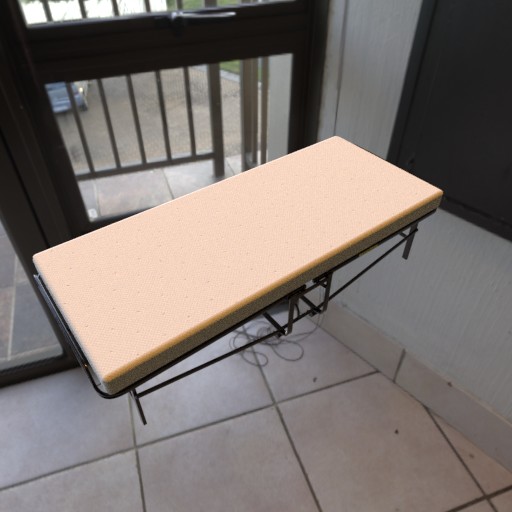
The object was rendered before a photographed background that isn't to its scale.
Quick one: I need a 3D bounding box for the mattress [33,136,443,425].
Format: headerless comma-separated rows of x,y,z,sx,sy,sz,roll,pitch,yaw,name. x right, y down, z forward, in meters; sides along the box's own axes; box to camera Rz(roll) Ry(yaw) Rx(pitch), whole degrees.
0.000,0.000,2.533,2.153,0.519,0.922,-27,48,-27,mattress
